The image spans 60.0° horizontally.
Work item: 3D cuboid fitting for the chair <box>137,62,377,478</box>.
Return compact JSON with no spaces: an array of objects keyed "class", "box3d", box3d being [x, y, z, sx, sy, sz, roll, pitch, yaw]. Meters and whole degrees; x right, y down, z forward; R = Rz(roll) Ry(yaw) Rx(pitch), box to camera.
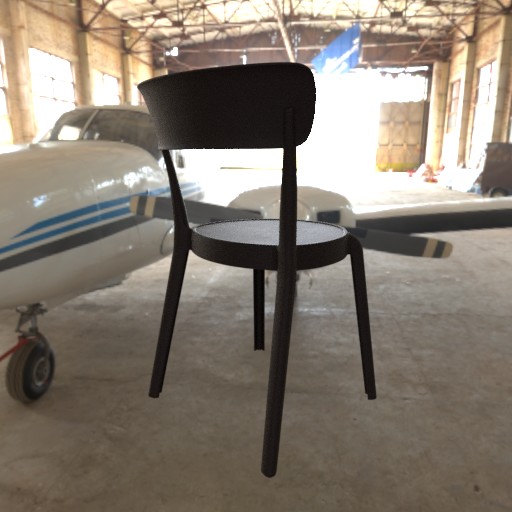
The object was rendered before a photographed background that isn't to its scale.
[{"class":"chair","box3d":[0.000,0.000,1.093,0.506,0.790,0.491,13,18,43]}]
